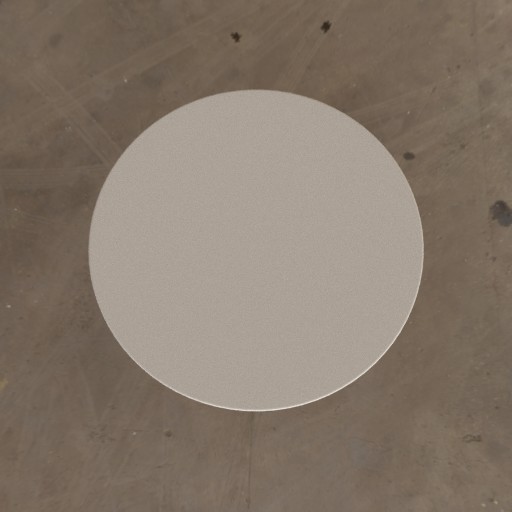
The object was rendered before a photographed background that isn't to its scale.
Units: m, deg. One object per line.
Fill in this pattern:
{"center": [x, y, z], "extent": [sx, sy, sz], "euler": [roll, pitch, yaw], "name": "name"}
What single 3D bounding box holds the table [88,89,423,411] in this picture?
{"center": [0.000, 0.000, 1.428], "extent": [0.910, 0.457, 0.910], "euler": [0, 75, 0], "name": "table"}
